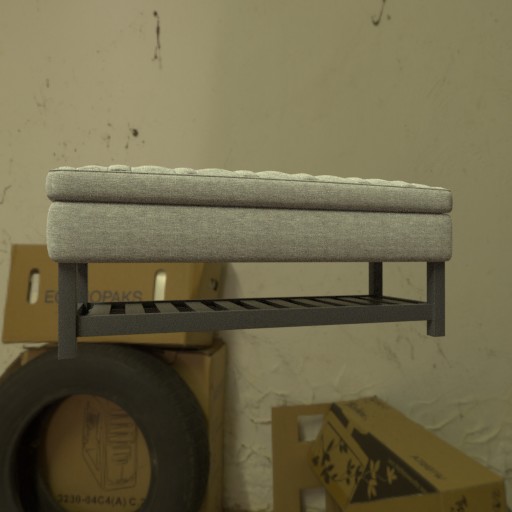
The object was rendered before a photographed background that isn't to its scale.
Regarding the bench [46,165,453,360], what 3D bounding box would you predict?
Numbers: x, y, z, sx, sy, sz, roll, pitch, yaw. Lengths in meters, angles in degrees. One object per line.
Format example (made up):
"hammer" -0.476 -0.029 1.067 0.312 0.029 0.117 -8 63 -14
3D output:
"bench" 0.000 0.000 1.323 1.100 0.470 0.429 0 0 -17
